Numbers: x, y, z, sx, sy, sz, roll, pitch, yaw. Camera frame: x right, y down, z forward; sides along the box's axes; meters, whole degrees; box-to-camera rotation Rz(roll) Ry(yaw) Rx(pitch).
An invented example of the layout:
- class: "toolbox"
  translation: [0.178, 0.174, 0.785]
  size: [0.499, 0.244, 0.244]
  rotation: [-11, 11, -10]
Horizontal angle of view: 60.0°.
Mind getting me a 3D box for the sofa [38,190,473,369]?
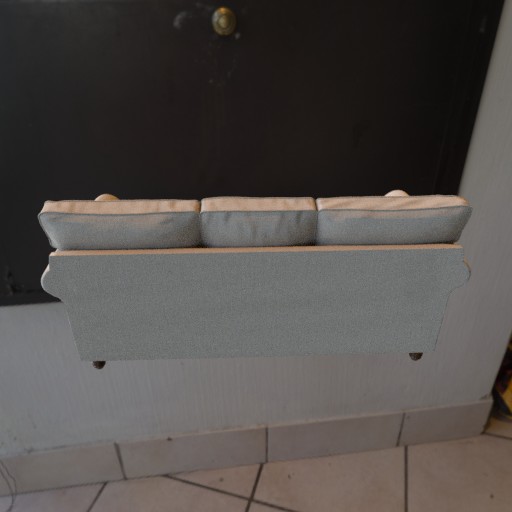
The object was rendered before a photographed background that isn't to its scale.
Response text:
- class: "sofa"
  translation: [0.000, 0.000, 2.574]
  size: [2.084, 0.961, 0.916]
  rotation: [-1, 30, -2]
